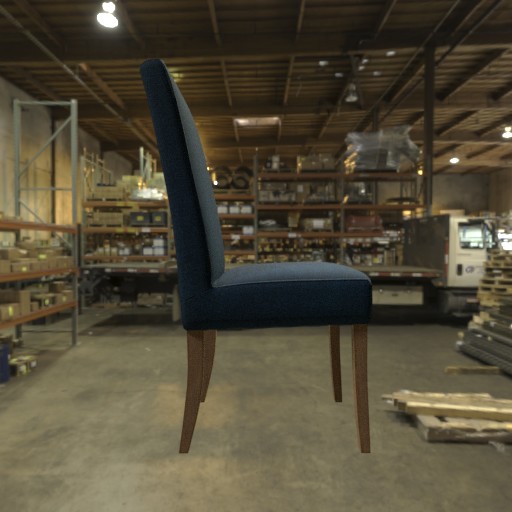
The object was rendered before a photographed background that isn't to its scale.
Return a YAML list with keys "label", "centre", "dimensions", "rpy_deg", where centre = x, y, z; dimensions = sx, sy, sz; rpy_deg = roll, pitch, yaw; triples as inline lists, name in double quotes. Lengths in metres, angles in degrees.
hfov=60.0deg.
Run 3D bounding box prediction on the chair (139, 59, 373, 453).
- label: "chair"
  centre: [0.000, 0.000, 1.360]
  dimensions: [0.610, 1.029, 0.450]
  rpy_deg: [0, 1, 0]
